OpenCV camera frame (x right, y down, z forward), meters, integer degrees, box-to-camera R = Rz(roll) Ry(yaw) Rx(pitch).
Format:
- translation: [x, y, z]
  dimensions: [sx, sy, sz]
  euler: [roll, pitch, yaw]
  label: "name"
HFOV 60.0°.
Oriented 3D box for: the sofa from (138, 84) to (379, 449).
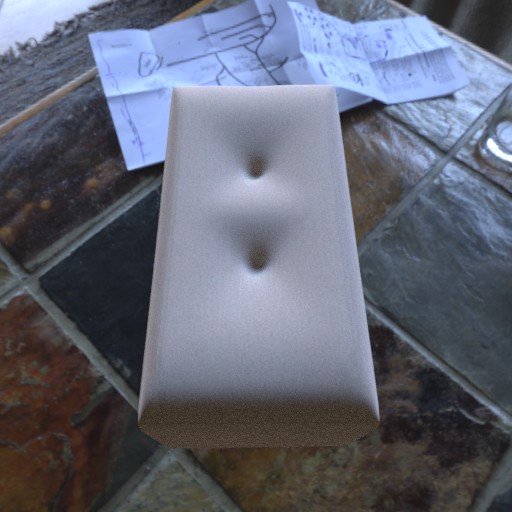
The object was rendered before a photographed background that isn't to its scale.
- translation: [0.000, 0.000, 1.198]
  dimensions: [0.480, 0.470, 0.930]
  euler: [-1, 62, 0]
  label: "sofa"
